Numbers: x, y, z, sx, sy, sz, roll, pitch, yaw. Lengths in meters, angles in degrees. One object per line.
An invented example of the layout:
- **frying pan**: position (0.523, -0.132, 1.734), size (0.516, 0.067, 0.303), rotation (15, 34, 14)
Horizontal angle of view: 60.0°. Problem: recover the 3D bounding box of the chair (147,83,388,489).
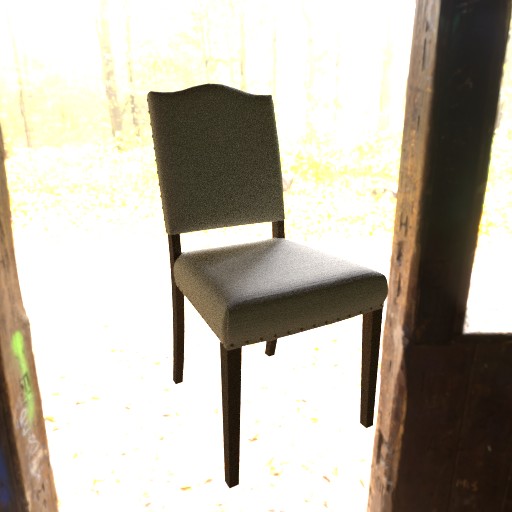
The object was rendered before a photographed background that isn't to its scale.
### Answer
- **chair**: position (0.000, 0.000, 1.350), size (0.508, 1.015, 0.619), rotation (-10, 20, -28)
